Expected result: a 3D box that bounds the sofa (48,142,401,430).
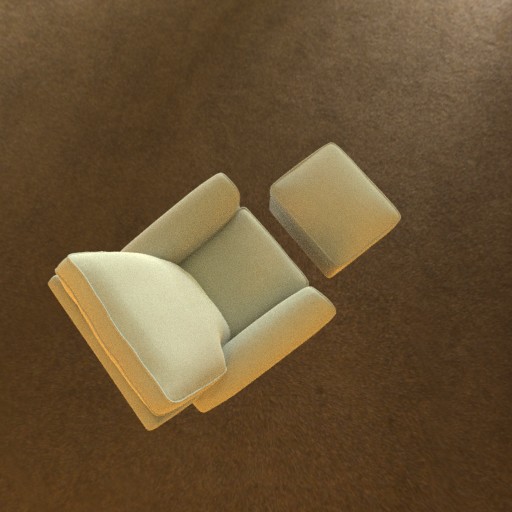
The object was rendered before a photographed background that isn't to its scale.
[{"bbox_3d":[0.000,0.000,2.052,1.478,0.959,0.880,-37,78,-9],"label":"sofa"}]
